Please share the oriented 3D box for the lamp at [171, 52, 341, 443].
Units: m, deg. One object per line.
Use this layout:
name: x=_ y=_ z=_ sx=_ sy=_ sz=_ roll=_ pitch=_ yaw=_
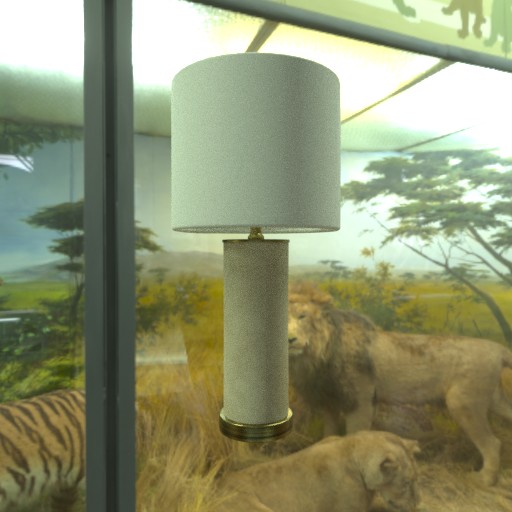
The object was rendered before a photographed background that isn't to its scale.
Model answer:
lamp: x=0.000 y=0.000 z=0.816 sx=0.305 sy=0.634 sz=0.305 roll=1 pitch=1 yaw=37
